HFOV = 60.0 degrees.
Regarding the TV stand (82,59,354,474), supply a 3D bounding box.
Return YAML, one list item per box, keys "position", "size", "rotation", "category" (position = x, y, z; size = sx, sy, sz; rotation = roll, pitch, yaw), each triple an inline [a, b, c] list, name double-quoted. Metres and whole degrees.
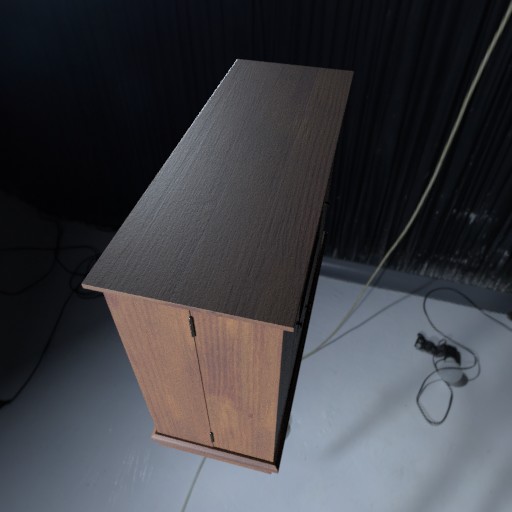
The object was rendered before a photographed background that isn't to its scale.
- position: [0.000, 0.000, 1.450]
  size: [0.406, 0.813, 1.067]
  rotation: [10, 47, 10]
  category: "TV stand"
